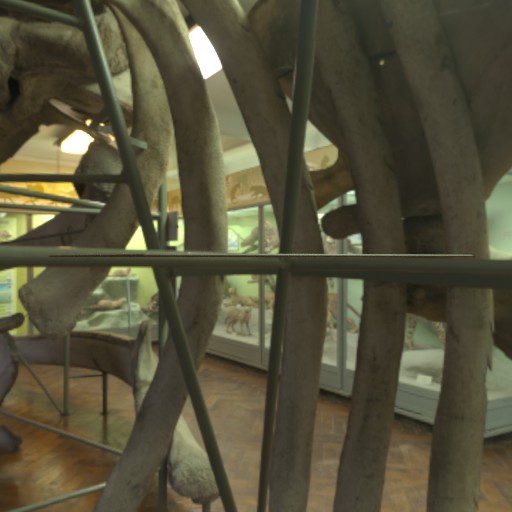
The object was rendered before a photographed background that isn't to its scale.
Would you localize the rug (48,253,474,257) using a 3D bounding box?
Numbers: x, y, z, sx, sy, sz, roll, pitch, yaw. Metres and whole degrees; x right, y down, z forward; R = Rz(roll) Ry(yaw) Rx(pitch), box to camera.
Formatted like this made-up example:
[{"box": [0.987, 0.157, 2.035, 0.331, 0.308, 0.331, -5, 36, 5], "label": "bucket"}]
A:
[{"box": [0.000, 0.000, 3.994, 3.041, 0.020, 2.413, 0, 0, -35], "label": "rug"}]
